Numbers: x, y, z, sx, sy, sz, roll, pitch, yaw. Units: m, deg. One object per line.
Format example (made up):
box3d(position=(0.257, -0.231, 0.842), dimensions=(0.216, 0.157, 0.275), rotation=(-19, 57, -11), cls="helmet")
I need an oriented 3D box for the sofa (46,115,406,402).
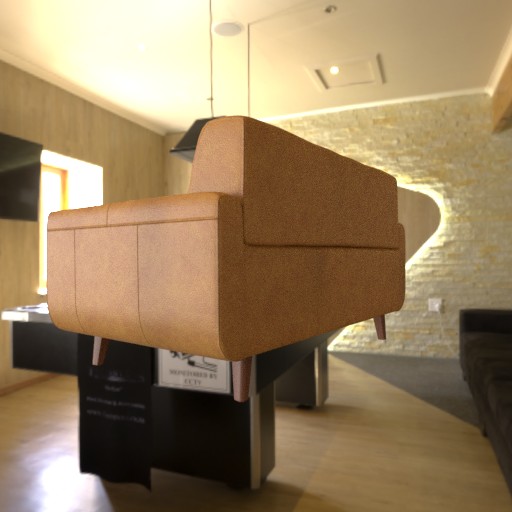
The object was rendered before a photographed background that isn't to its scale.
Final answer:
box3d(position=(0.000, 0.000, 2.182), dimensions=(0.952, 0.925, 1.651), rotation=(0, 0, 36), cls="sofa")
